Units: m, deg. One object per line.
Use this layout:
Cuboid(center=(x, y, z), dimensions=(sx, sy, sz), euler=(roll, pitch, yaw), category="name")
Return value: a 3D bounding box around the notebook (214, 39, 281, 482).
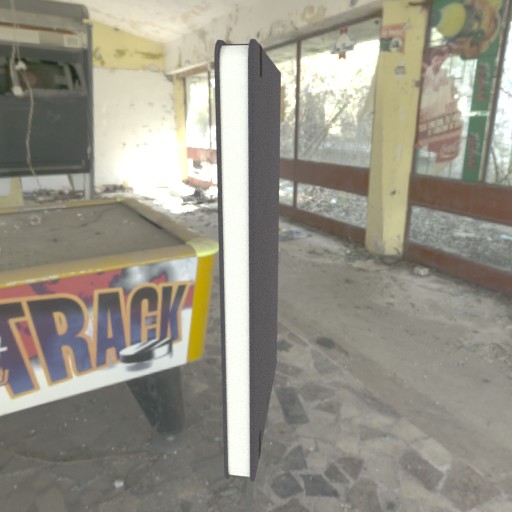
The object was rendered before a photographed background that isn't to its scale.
Cuboid(center=(0.000, 0.000, 0.259), dimensions=(0.016, 0.213, 0.127), euler=(2, 17, 8), category="notebook")
